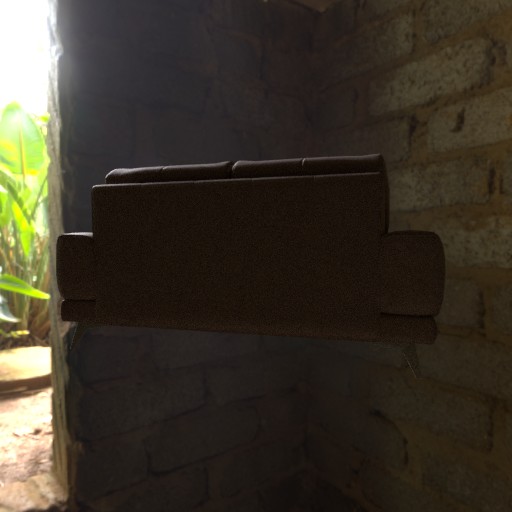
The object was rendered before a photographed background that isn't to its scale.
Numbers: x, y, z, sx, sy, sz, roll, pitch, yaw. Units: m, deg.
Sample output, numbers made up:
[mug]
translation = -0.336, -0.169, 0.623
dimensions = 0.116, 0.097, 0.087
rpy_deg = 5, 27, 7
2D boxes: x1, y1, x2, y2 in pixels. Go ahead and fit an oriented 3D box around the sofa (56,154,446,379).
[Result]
[sofa]
translation = 0.000, 0.000, 2.381
dimensions = 1.806, 0.907, 1.018
rpy_deg = 1, 2, 17
